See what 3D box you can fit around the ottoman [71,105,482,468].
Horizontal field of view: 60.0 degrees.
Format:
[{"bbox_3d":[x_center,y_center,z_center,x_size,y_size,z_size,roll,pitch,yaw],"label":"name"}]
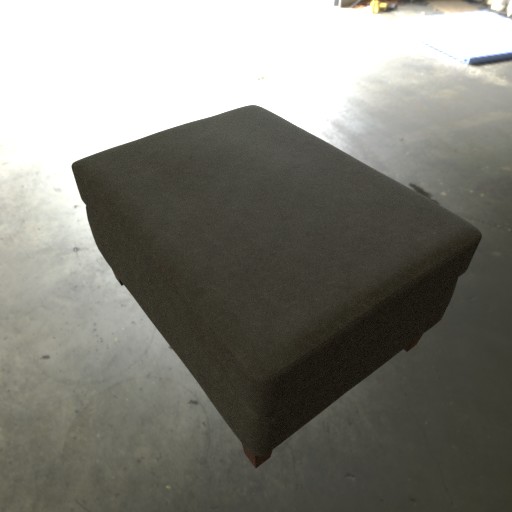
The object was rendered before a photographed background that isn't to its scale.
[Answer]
[{"bbox_3d":[0.000,0.000,1.201,0.639,0.464,0.839,-27,49,-26],"label":"ottoman"}]
